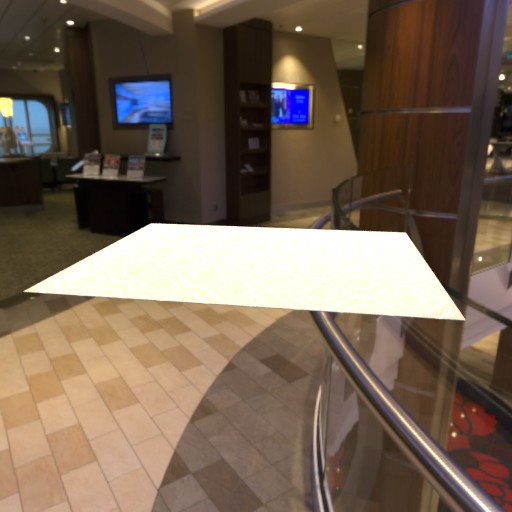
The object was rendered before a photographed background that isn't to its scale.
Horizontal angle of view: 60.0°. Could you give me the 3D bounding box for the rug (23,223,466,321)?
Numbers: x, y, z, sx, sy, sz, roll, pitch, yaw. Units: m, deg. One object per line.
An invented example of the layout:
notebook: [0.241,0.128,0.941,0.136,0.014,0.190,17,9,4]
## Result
rug: [0.000,0.000,3.928,2.892,0.006,2.283,3,16,9]
